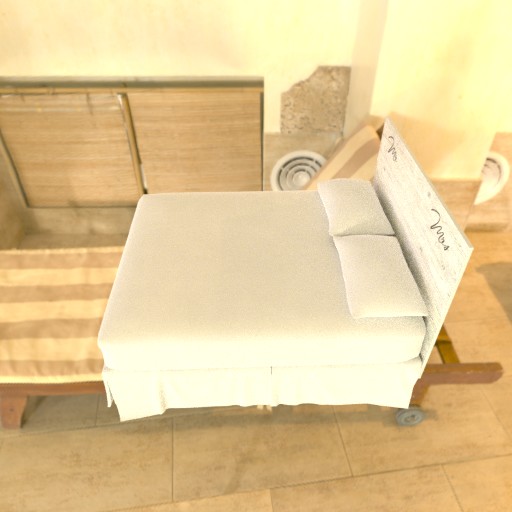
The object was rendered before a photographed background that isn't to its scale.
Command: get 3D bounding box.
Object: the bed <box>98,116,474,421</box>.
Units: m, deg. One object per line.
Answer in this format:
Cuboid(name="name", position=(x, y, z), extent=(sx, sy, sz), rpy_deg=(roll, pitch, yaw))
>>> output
Cuboid(name="bed", position=(0.000, 0.000, 3.165), extent=(2.094, 1.335, 1.745), rpy_deg=(-1, 40, -1))
